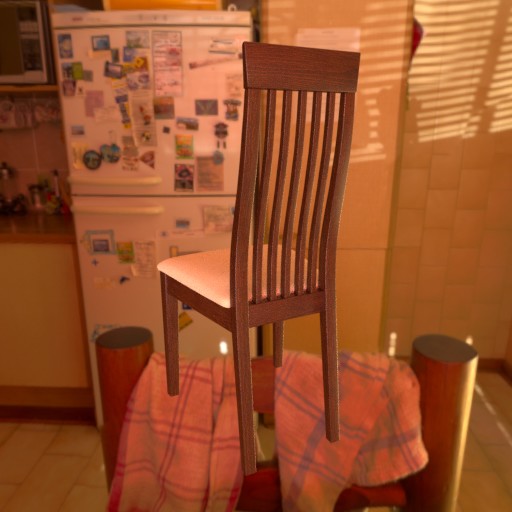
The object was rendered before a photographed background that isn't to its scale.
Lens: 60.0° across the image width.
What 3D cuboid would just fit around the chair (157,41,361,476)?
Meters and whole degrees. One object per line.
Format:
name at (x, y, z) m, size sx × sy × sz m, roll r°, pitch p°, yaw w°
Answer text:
chair at (0.000, 0.000, 1.268) m, size 0.460 × 1.027 × 0.474 m, roll -8°, pitch 18°, yaw -26°
